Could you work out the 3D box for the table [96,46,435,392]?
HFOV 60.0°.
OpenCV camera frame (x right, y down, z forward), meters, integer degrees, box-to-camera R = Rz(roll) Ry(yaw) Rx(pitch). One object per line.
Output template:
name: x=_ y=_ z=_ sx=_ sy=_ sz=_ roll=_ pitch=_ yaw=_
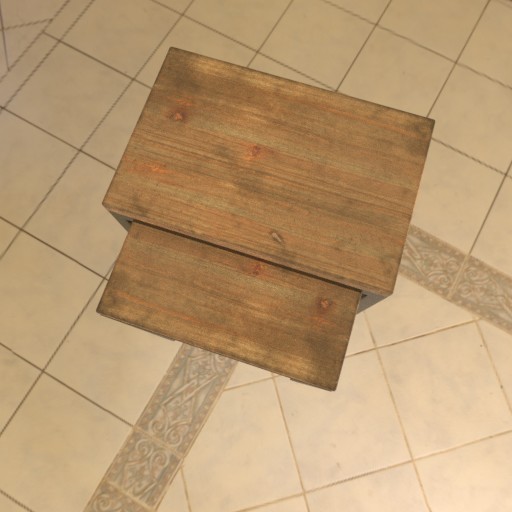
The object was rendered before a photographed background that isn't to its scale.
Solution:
table: x=0.000 y=0.000 z=0.956 sx=0.456 sy=0.615 sz=0.460 roll=20 pitch=76 yaw=5
